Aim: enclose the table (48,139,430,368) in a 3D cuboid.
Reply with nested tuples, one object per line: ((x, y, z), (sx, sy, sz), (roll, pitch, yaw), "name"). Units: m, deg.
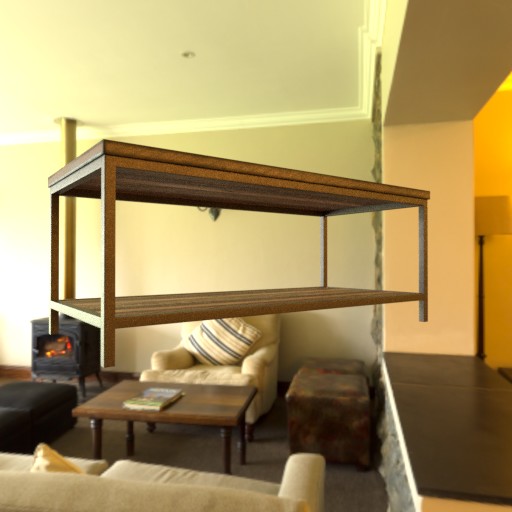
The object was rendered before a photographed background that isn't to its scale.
((0.000, 0.000, 1.243), (0.990, 0.399, 0.452), (0, -1, -36), "table")
